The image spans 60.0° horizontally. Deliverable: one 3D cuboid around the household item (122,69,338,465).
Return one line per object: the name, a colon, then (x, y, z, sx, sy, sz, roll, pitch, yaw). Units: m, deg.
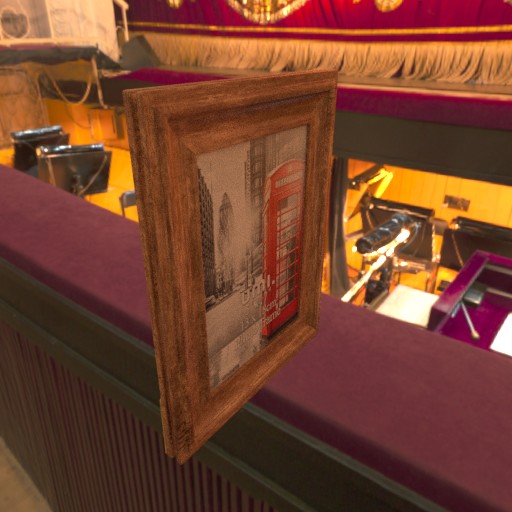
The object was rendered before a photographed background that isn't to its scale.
household item: (0.000, 0.000, 0.316, 0.018, 0.237, 0.186, 18, 32, 32)
